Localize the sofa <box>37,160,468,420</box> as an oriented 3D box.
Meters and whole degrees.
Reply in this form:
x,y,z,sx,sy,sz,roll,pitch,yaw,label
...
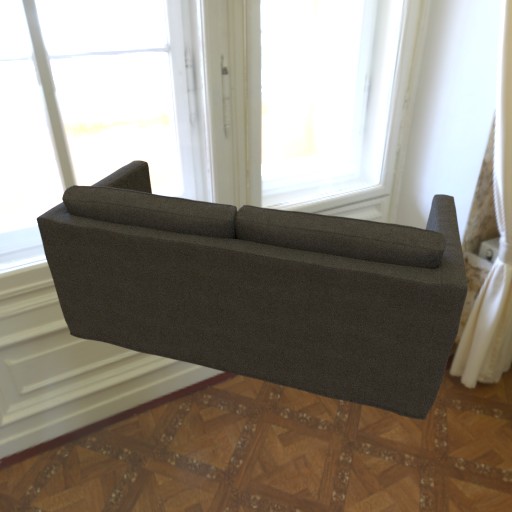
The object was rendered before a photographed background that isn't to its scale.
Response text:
x,y,z,sx,sy,sz,roll,pitch,yaw,label
0.000,0.000,2.409,1.982,0.855,0.953,9,32,15,sofa
